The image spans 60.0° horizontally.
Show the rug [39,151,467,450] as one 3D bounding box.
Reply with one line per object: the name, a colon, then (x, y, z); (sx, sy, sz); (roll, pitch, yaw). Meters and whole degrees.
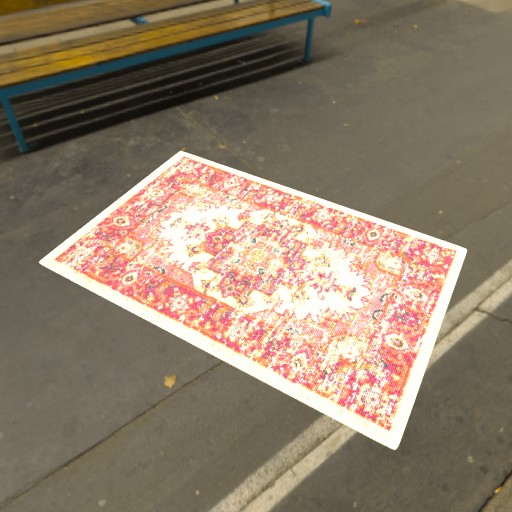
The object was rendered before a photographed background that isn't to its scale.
rug: (0.000, 0.000, 1.062); (0.868, 0.004, 0.556); (23, 50, 21)
